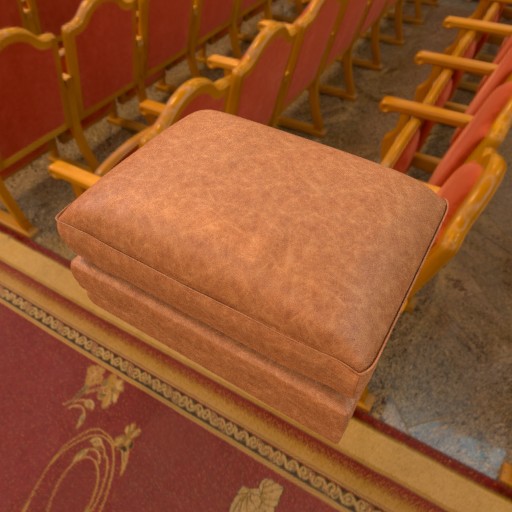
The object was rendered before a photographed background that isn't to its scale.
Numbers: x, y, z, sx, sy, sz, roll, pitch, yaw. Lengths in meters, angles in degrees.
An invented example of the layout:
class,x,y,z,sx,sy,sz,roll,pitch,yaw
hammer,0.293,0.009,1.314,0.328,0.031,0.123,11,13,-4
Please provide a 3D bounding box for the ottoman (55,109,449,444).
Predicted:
class,x,y,z,sx,sy,sz,roll,pitch,yaw
ottoman,0.000,0.000,1.065,0.710,0.480,0.533,24,52,20
